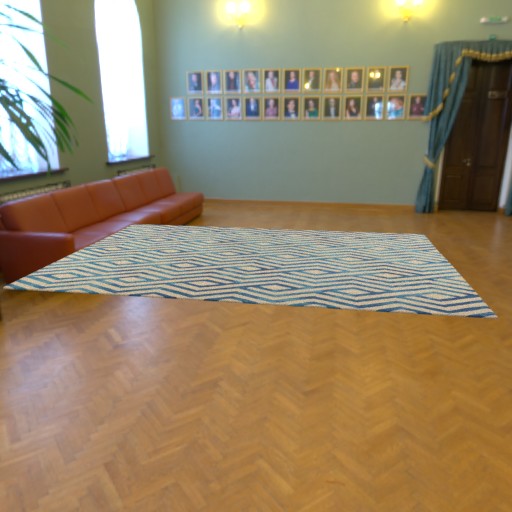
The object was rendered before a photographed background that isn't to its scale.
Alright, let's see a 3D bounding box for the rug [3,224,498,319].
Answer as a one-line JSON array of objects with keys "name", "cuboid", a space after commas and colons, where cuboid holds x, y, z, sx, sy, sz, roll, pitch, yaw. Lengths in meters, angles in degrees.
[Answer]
[{"name": "rug", "cuboid": [0.000, 0.000, 2.195, 1.830, 0.008, 1.225, 3, 16, 9]}]
